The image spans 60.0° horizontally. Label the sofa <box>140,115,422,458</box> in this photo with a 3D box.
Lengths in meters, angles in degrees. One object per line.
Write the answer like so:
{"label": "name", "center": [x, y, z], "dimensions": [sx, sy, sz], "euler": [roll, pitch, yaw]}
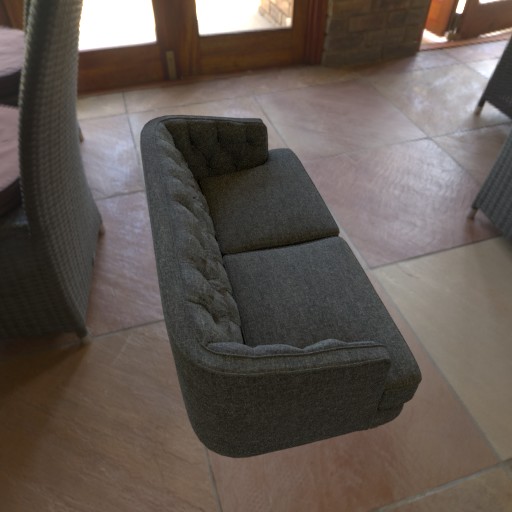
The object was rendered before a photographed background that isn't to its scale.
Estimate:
{"label": "sofa", "center": [0.000, 0.000, 2.225], "dimensions": [0.941, 0.855, 1.733], "euler": [-10, 46, -10]}
